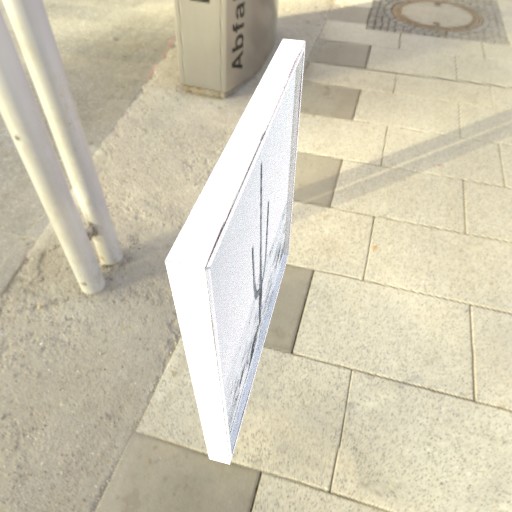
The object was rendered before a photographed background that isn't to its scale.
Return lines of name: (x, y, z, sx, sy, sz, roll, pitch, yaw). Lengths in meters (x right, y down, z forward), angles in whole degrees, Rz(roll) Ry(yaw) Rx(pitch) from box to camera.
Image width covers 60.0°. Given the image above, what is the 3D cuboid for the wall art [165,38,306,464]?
wall art: (0.000, 0.000, 0.742, 0.038, 0.508, 0.508, 11, 48, 10)
